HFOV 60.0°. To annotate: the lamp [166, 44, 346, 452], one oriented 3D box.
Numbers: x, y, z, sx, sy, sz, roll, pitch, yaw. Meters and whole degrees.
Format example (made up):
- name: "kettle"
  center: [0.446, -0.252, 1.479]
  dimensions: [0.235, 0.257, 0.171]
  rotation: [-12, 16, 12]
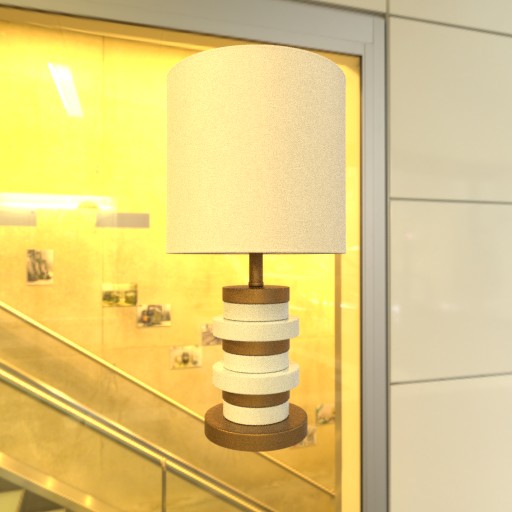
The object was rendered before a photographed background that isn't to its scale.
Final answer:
- name: "lamp"
  center: [0.000, 0.000, 0.525]
  dimensions: [0.210, 0.410, 0.210]
  rotation: [0, 0, -36]
